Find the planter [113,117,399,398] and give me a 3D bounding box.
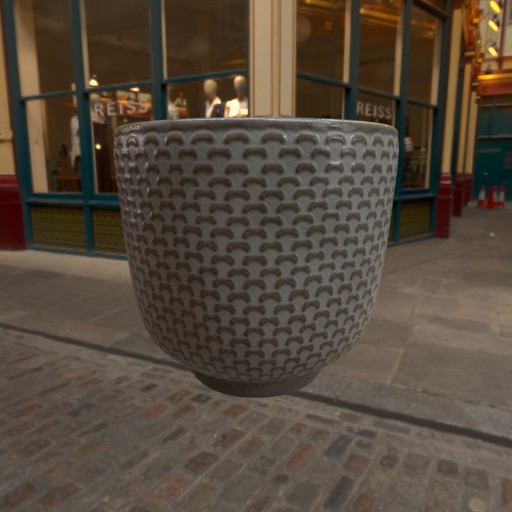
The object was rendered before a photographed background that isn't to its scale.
[{"bbox_3d":[0.000,0.000,0.294,0.173,0.160,0.173,0,11,0],"label":"planter"}]
